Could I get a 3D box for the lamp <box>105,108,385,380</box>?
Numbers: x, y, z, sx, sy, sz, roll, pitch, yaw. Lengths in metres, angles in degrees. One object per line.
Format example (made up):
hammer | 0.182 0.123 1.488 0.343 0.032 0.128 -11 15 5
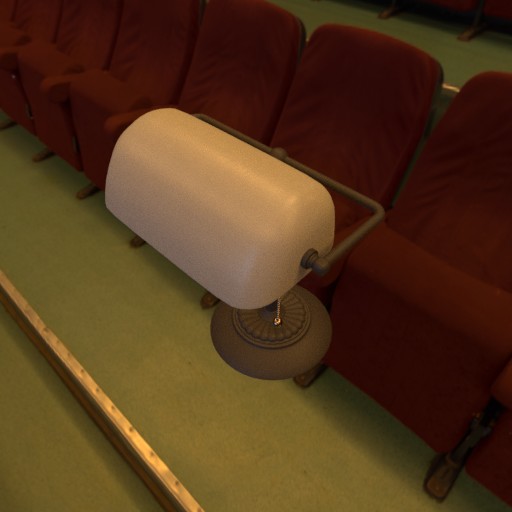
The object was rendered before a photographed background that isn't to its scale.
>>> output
lamp | 0.000 0.000 0.518 0.264 0.339 0.243 34 55 29
